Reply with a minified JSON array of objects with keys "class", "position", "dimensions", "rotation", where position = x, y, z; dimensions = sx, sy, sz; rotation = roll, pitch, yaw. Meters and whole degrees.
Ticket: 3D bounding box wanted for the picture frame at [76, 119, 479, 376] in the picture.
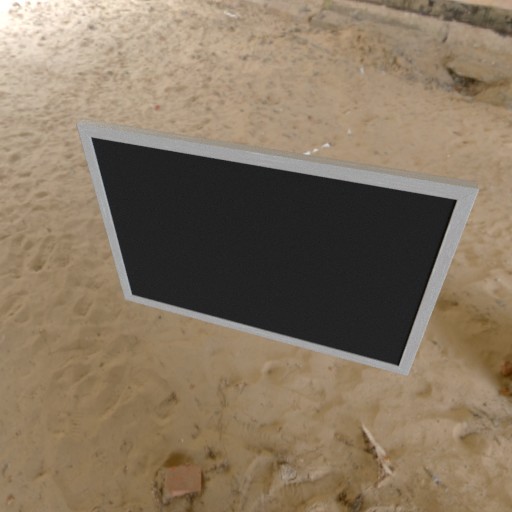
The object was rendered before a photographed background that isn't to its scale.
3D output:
[{"class":"picture frame","position":[0.000,0.000,1.220],"dimensions":[0.950,0.640,0.029],"rotation":[13,42,14]}]
